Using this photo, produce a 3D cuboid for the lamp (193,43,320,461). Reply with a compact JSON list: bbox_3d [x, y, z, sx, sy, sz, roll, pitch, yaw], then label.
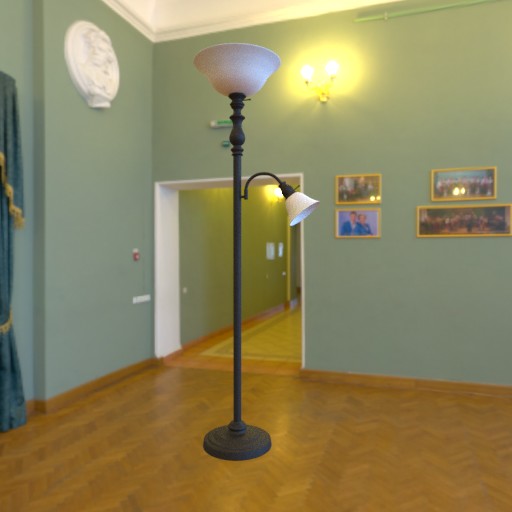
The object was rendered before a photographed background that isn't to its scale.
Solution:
[{"bbox_3d":[0.000,0.000,2.047,0.588,1.793,0.405,0,1,17],"label":"lamp"}]
